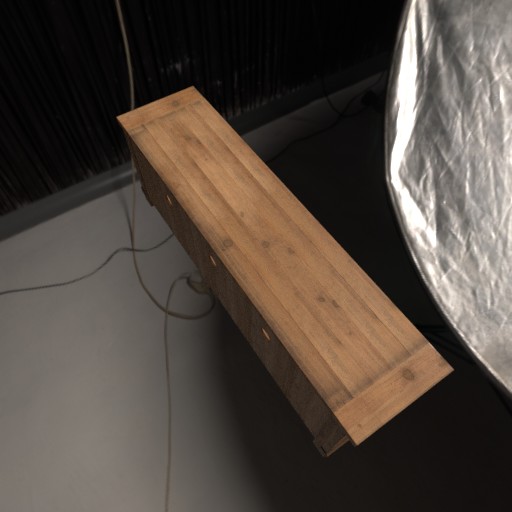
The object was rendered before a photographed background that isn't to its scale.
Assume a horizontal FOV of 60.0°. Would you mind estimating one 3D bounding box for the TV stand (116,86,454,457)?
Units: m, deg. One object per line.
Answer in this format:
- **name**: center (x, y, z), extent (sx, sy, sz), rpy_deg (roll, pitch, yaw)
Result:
- **TV stand**: center (0.000, 0.000, 2.082), extent (0.453, 0.573, 1.804), rpy_deg (-29, 62, -17)
